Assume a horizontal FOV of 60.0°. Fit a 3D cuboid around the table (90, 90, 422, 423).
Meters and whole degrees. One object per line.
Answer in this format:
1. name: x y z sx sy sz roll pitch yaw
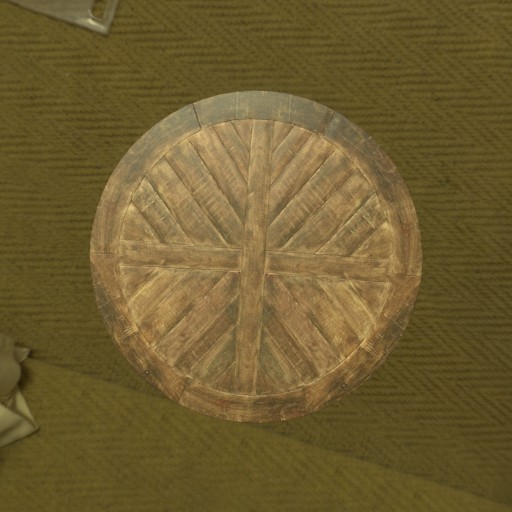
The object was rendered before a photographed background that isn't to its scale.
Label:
1. table: 0.000 0.000 2.062 1.264 0.762 1.264 0 91 0
